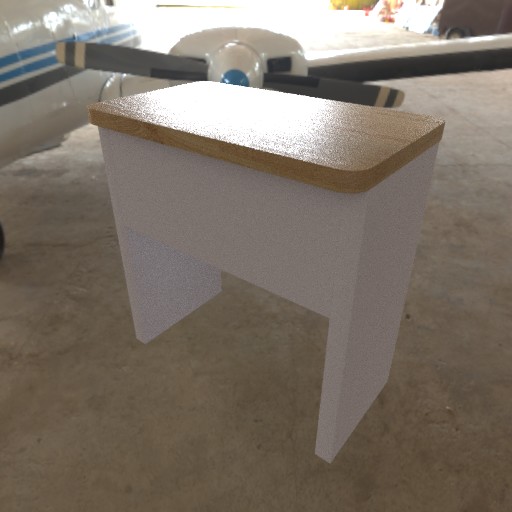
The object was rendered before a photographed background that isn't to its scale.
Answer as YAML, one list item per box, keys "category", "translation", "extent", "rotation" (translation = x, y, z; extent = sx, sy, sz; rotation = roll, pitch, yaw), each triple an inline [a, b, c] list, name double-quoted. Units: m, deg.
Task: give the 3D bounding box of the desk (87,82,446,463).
- category: "desk"
  translation: [0.000, 0.000, 1.245]
  extent: [0.760, 0.790, 0.440]
  rotation: [22, 38, 32]
